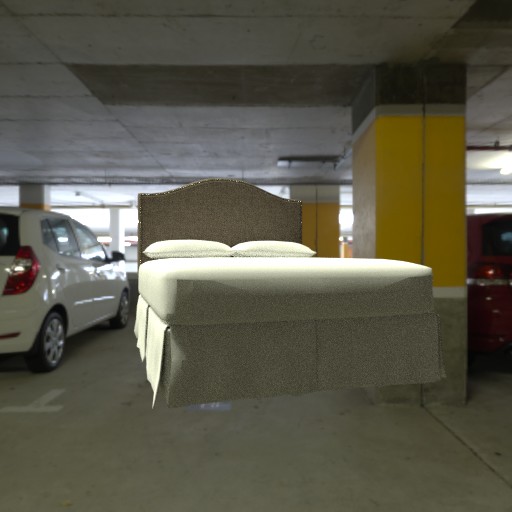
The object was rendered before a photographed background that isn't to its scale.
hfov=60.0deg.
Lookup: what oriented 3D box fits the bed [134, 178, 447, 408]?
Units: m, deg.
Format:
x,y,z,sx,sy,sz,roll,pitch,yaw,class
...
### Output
x,y,z,sx,sy,sz,roll,pitch,yaw,class
0.000,0.000,3.345,1.713,1.518,2.153,0,0,-18,bed
